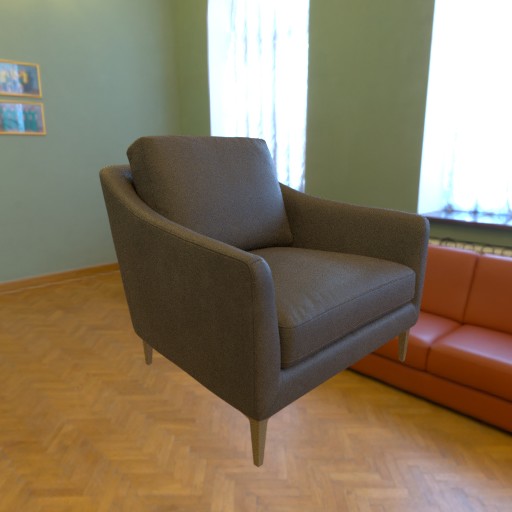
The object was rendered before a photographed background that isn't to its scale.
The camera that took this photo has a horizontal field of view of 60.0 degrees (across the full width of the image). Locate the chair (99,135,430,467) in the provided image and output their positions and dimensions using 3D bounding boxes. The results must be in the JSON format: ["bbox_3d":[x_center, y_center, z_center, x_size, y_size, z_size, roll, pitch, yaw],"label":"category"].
[{"bbox_3d":[0.000,0.000,1.701,0.961,0.901,0.988,12,18,42],"label":"chair"}]
